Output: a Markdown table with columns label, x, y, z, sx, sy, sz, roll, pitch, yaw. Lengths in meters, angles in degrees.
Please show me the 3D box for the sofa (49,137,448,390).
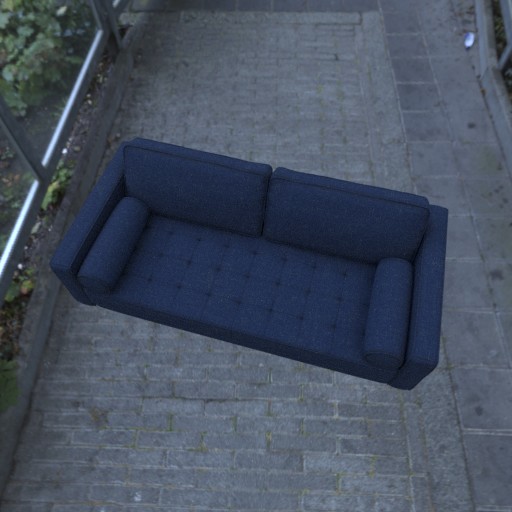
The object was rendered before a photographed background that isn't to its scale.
| label | x | y | z | sx | sy | sz | roll | pitch | yaw |
| --- | --- | --- | --- | --- | --- | --- | --- | --- | --- |
| sofa | 0.000 | 0.000 | 2.405 | 1.880 | 0.762 | 0.914 | 13 | 59 | 8 |
